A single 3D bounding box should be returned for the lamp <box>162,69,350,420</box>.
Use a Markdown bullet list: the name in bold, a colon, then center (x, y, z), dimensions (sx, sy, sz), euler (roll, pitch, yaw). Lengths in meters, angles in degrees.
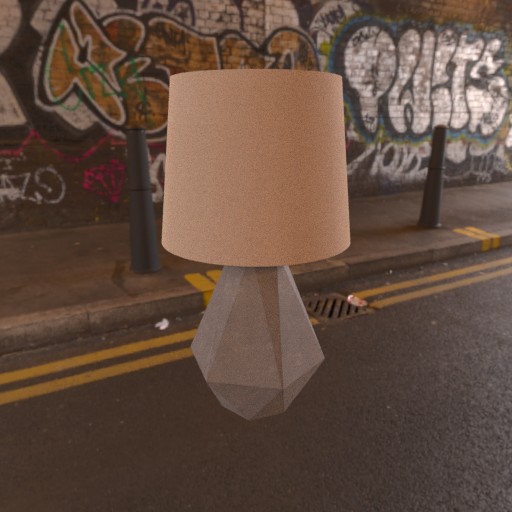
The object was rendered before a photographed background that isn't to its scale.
- **lamp**: center (0.000, 0.000, 0.671), dimensions (0.276, 0.501, 0.276), euler (0, 17, 0)
